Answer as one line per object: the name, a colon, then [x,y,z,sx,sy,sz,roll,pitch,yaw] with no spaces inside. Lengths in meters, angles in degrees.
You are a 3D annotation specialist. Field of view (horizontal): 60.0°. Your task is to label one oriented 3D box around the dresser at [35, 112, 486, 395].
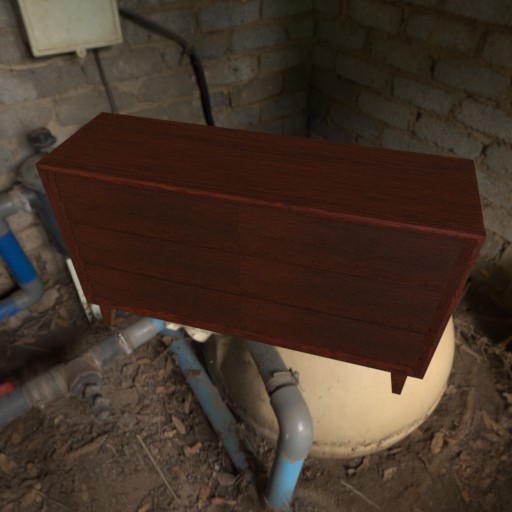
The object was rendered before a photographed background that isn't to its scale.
dresser: [0.000,0.000,2.024,1.609,0.971,0.499,11,43,12]
